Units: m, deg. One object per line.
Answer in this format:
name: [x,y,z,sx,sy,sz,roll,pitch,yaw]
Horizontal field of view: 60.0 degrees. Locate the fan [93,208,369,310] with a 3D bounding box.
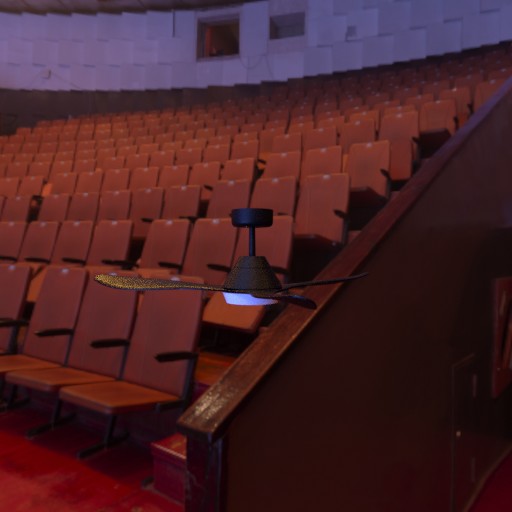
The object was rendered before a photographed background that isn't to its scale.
fan: [0.000,0.000,1.583,1.067,0.305,1.067,0,0,38]
